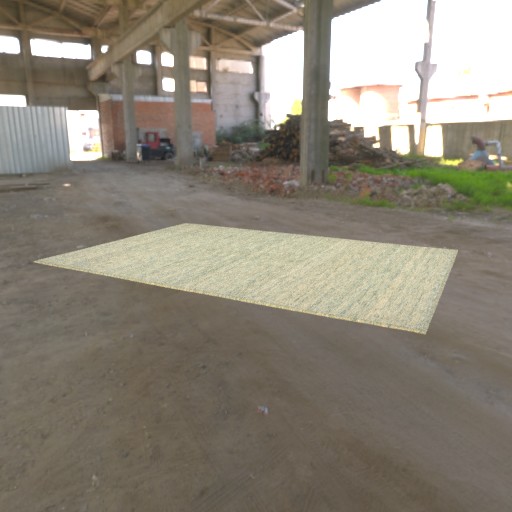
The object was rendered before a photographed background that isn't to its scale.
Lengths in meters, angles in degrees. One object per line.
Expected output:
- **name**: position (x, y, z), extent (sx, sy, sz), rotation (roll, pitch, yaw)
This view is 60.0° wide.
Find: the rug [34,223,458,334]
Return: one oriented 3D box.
- **rug**: position (0.000, 0.000, 2.322), extent (1.850, 0.015, 1.250), rotation (7, 16, 27)
